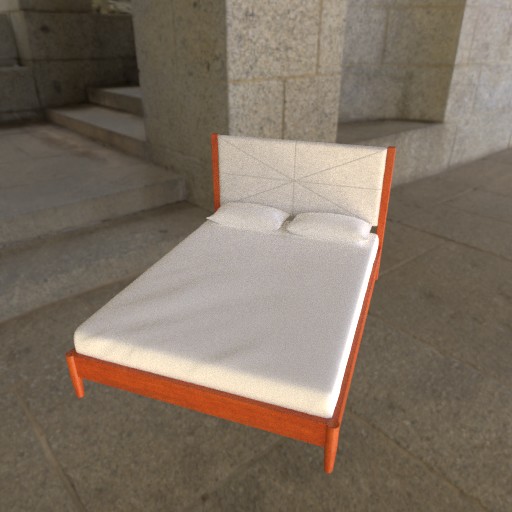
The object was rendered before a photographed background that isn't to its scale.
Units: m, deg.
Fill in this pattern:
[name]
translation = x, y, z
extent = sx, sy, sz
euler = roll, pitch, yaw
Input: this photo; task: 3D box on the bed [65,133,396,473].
[bed]
translation = 0.000, 0.000, 3.046
extent = 1.566, 1.165, 2.117
euler = 9, 28, 18
